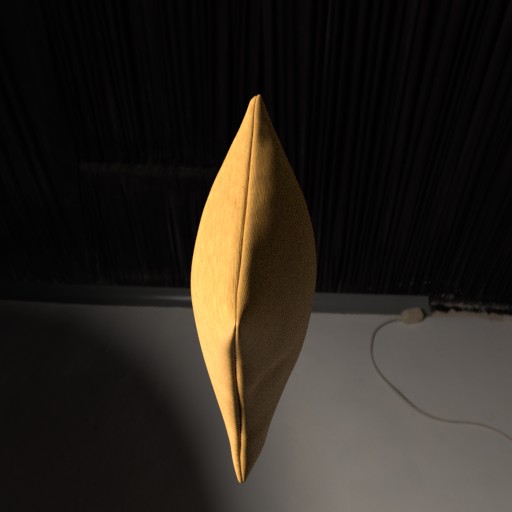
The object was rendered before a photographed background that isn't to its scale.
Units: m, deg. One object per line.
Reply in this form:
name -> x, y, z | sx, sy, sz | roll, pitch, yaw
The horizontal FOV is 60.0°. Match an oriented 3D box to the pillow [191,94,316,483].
pillow -> 0.000, 0.000, 0.785 | 0.210, 0.354, 0.634 | 1, 40, 2
